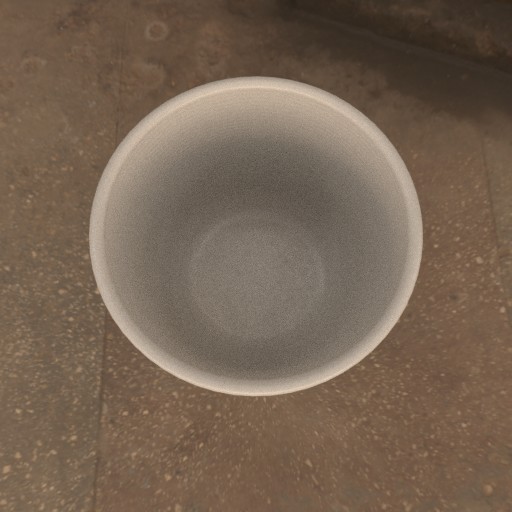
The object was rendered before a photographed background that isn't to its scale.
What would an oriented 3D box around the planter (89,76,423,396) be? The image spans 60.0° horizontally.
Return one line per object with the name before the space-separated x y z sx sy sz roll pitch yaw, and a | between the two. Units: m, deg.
planter | 0.000 0.000 0.216 0.124 0.109 0.124 0 76 0
